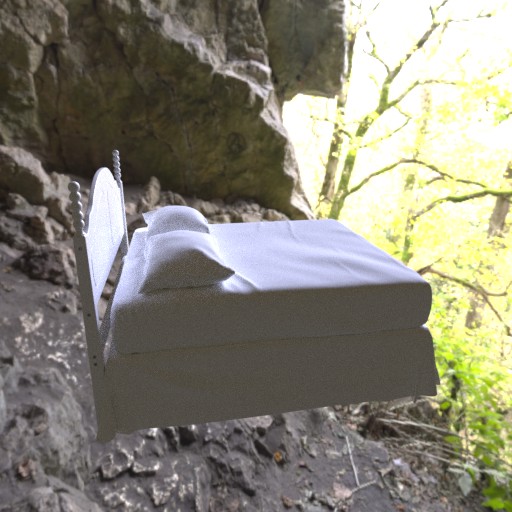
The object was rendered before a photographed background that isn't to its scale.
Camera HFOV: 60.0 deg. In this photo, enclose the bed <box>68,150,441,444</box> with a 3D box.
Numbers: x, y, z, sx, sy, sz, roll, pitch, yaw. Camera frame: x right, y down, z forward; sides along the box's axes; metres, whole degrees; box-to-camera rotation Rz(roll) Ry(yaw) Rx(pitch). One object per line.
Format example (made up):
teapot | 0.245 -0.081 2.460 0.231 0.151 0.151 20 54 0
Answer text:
bed | 0.000 0.000 3.131 2.040 1.356 1.873 -3 19 -10
